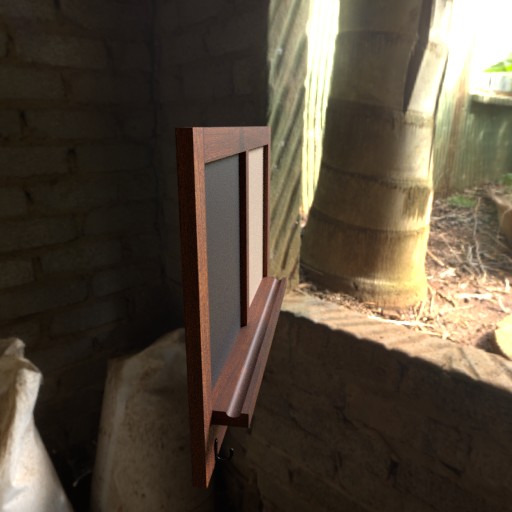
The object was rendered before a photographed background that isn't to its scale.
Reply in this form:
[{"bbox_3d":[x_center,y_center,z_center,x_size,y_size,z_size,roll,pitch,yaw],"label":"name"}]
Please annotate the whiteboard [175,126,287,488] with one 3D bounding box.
[{"bbox_3d":[0.000,0.000,0.988,0.083,0.553,0.768,3,17,9],"label":"whiteboard"}]
